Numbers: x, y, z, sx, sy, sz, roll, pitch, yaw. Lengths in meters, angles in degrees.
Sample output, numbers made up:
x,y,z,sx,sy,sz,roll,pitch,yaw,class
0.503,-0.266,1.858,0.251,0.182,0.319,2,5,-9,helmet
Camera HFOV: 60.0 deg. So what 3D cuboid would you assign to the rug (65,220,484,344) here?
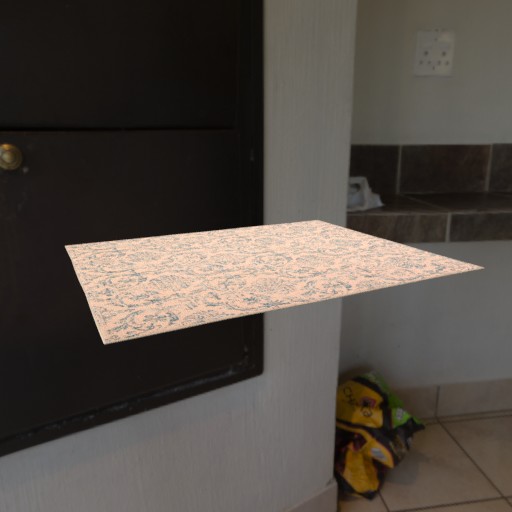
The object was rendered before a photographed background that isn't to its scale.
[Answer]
x,y,z,sx,sy,sz,roll,pitch,yaw,class
0.000,0.000,3.968,2.980,0.012,2.363,-8,17,-26,rug
